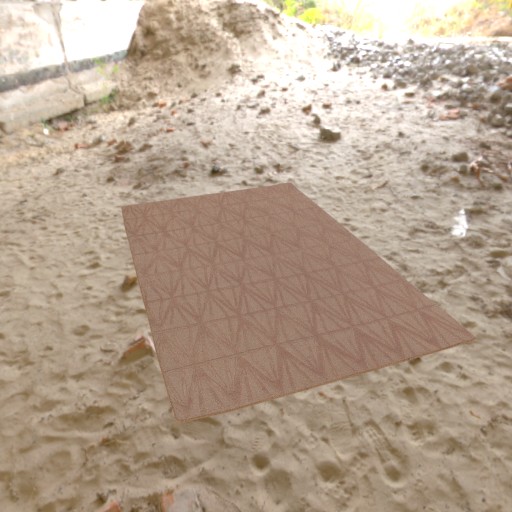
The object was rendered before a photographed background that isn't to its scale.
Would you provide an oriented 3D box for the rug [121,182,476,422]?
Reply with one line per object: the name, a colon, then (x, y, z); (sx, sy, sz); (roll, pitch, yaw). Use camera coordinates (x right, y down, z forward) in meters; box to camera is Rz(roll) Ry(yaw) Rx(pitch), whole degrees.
rug: (0.000, 0.000, 2.339); (1.230, 0.025, 1.837); (-11, 32, -17)
